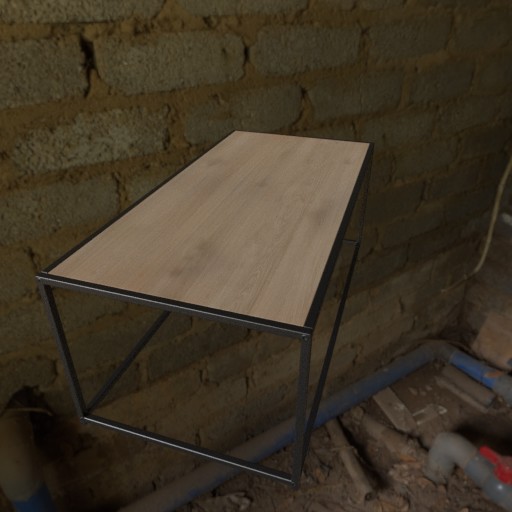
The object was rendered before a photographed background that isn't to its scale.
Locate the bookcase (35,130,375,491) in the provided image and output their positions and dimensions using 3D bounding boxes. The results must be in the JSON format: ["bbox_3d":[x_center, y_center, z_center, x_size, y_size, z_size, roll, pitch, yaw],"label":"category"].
[{"bbox_3d":[0.000,0.000,1.230,0.500,0.400,1.000,10,33,15],"label":"bookcase"}]
